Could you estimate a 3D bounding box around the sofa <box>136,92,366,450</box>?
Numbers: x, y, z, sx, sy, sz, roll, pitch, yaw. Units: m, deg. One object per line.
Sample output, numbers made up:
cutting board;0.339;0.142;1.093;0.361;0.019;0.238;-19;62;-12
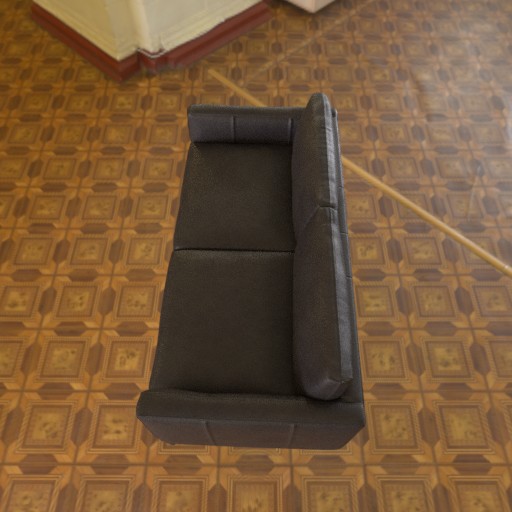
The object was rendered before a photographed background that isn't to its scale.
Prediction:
sofa;0.000;0.000;2.297;0.947;0.883;1.805;0;58;0
